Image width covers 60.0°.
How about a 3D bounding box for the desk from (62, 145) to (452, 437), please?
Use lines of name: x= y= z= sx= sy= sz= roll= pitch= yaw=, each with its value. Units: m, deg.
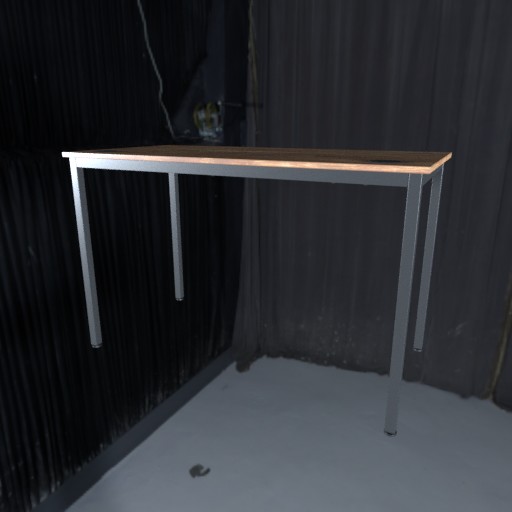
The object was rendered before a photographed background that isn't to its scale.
desk: x=0.000 y=0.000 z=1.631 sx=1.200 sy=0.749 sz=0.600 roll=8 pitch=19 yaw=26
